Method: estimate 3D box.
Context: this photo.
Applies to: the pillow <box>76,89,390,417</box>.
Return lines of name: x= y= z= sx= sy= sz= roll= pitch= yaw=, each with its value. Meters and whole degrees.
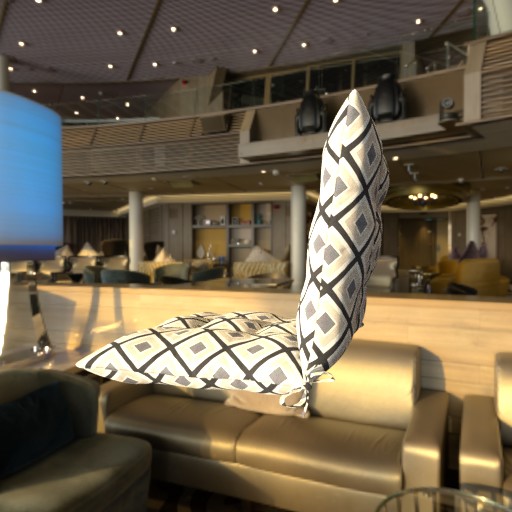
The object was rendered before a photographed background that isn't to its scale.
pillow: x=0.000 y=0.000 z=1.016 sx=0.585 sy=0.536 sz=0.541 roll=0 pitch=1 yaw=18
